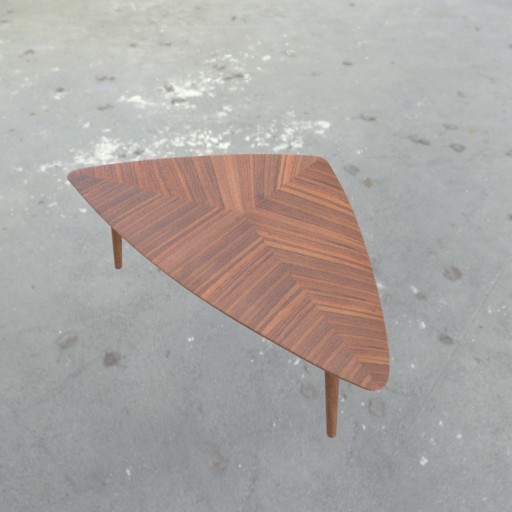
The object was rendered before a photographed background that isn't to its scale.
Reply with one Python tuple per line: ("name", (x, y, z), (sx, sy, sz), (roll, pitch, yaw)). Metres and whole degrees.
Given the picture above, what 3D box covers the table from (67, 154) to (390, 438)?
("table", (0.000, 0.000, 1.287), (1.008, 0.365, 0.601), (32, 55, 26))
